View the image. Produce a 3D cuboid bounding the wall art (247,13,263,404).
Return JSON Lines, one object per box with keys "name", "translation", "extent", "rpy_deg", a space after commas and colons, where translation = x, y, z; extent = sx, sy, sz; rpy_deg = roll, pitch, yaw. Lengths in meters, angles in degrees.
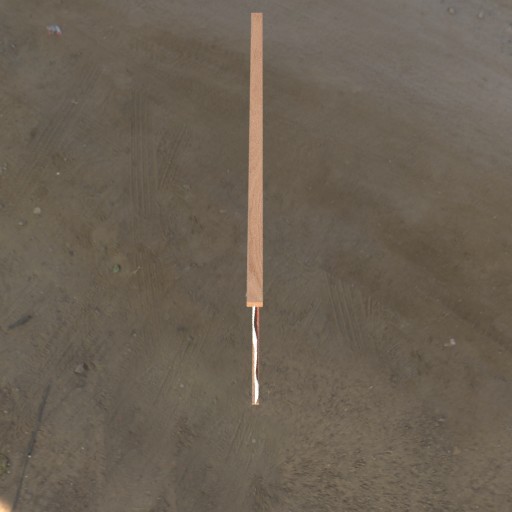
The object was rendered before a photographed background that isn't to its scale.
{"name": "wall art", "translation": [0.000, 0.000, 0.631], "extent": [0.012, 0.508, 0.332], "rpy_deg": [0, 63, 0]}
